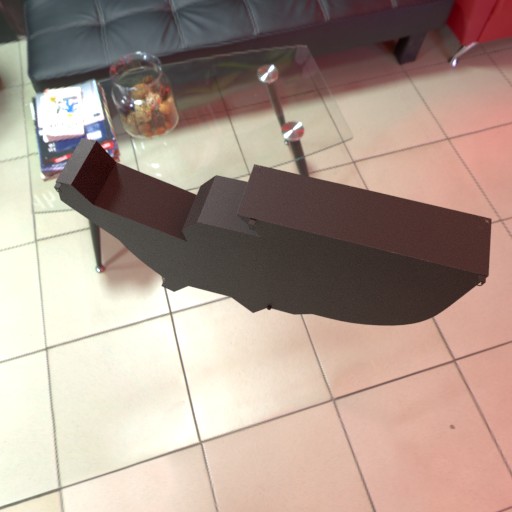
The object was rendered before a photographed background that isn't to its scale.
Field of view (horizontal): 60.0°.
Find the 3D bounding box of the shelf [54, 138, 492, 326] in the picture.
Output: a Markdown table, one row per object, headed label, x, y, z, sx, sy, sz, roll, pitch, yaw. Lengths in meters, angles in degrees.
| label | x | y | z | sx | sy | sz | roll | pitch | yaw |
| --- | --- | --- | --- | --- | --- | --- | --- | --- | --- |
| shelf | 0.000 | 0.000 | 0.904 | 0.729 | 0.439 | 0.112 | 14 | 64 | 7 |
